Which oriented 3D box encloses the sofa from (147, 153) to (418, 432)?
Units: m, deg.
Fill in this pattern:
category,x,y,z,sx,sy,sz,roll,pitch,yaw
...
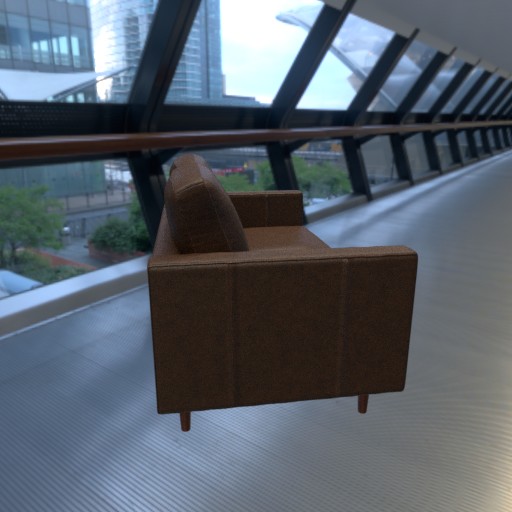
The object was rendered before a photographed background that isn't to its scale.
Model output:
category,x,y,z,sx,sy,sz,roll,pitch,yaw
sofa,0.000,0.000,2.188,0.909,0.951,1.578,-3,16,-9
